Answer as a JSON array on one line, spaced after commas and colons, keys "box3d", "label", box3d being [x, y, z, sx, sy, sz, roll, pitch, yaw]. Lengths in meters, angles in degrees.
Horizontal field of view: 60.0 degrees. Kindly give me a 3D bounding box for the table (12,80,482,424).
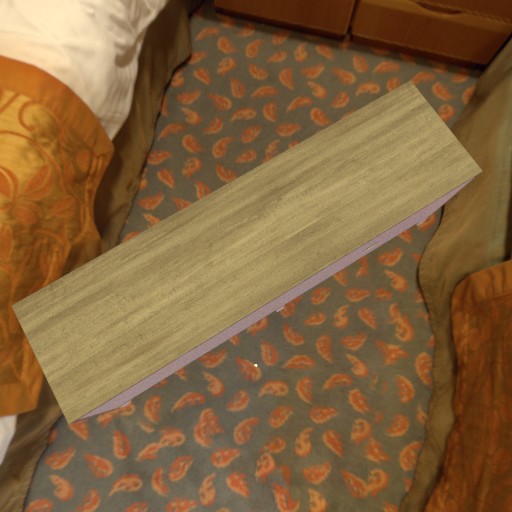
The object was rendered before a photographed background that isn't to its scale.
[{"box3d": [0.000, 0.000, 1.658, 1.500, 0.530, 0.400, -31, 78, -7], "label": "table"}]
